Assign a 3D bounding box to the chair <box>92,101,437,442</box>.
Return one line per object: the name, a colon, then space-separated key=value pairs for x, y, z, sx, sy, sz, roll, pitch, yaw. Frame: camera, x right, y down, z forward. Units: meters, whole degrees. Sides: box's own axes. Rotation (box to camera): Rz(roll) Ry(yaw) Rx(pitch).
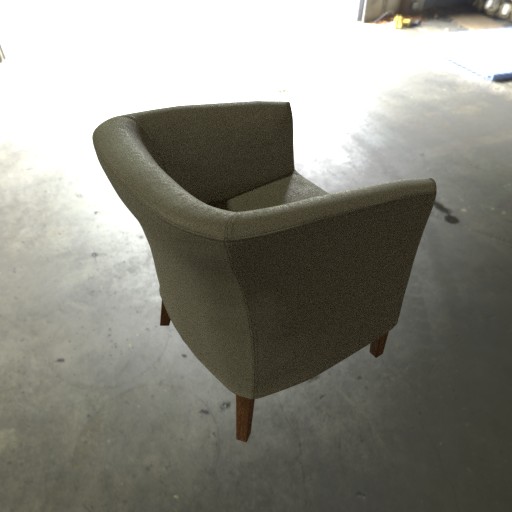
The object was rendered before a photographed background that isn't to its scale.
chair: x=0.000 y=0.000 z=1.237 sx=0.668 sy=0.771 sz=0.600 roll=-24 pitch=47 yaw=-25
